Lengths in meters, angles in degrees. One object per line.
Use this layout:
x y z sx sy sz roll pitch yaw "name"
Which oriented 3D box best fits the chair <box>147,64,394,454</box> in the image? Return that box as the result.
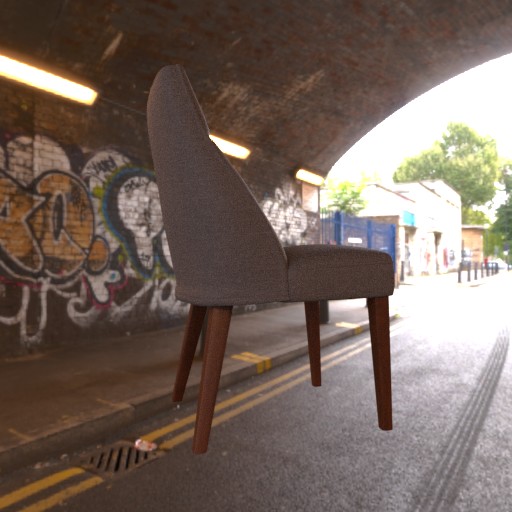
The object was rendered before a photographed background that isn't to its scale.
0.000 0.000 1.300 0.620 0.930 0.500 0 0 -18 "chair"
